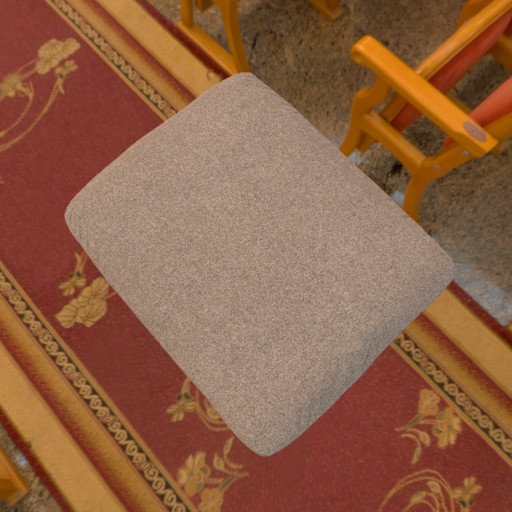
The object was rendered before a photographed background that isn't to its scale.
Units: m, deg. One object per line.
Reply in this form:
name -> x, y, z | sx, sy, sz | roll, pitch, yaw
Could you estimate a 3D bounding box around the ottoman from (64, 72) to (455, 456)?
ottoman -> 0.000, 0.000, 1.244 | 0.683, 0.481, 0.837 | -41, 78, -10
